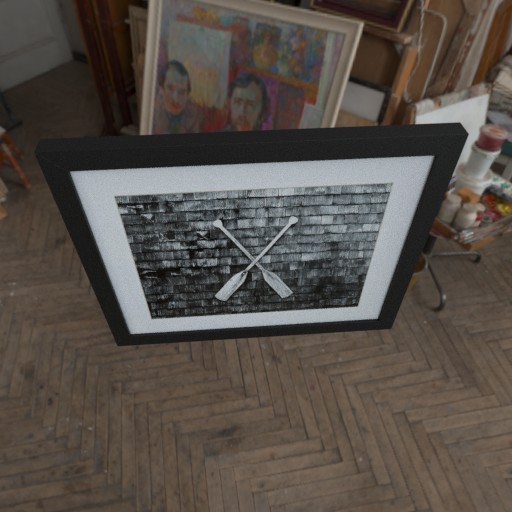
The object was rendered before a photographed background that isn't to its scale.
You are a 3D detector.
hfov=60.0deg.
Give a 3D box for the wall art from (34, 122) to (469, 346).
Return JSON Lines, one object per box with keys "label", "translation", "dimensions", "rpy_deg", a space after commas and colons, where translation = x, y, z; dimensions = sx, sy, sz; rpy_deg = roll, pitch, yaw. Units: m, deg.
{"label": "wall art", "translation": [0.000, 0.000, 0.744], "dimensions": [0.558, 0.457, 0.029], "rpy_deg": [-3, 47, -3]}
